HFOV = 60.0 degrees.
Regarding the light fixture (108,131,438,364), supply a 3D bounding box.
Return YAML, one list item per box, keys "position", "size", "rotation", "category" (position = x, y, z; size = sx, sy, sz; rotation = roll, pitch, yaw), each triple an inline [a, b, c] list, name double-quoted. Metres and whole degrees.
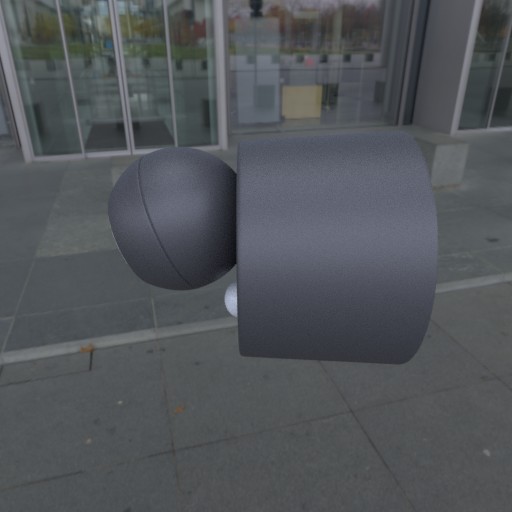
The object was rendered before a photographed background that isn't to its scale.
- position: [0.000, 0.000, 0.263]
  size: [0.160, 0.143, 0.134]
  rotation: [0, 26, -1]
  category: "light fixture"
